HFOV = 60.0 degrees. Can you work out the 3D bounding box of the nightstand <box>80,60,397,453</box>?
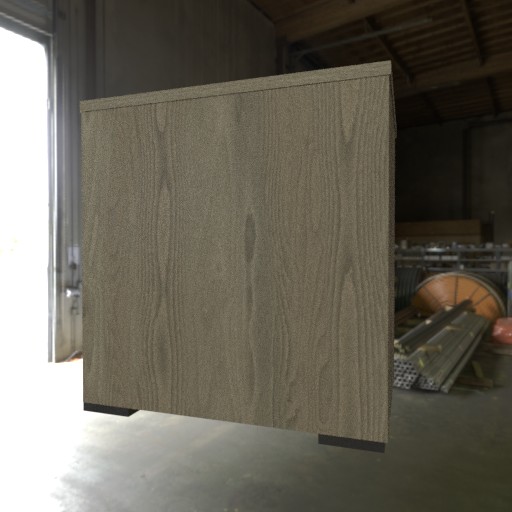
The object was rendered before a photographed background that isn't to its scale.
[{"bbox_3d":[0.000,0.000,0.743,0.442,0.461,0.325,0,1,19],"label":"nightstand"}]
